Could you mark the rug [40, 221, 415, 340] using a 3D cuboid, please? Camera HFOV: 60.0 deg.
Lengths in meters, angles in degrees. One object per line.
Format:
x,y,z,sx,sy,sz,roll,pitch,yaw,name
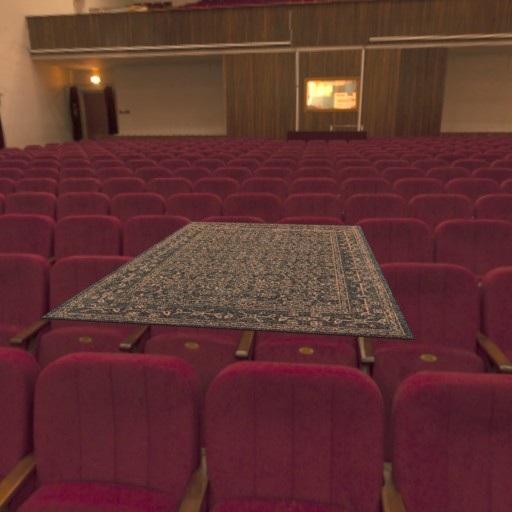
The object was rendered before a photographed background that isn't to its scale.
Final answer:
0.000,0.000,2.265,1.200,0.005,1.819,2,15,8,rug
